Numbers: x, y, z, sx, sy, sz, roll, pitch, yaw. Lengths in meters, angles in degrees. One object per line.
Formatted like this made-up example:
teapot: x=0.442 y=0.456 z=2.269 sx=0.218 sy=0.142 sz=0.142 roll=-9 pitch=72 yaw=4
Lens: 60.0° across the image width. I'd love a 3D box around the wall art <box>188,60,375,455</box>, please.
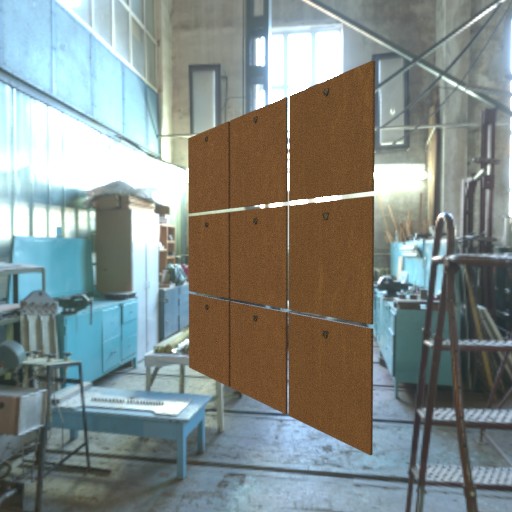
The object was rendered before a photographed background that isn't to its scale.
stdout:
wall art: x=0.000 y=0.000 z=2.325 sx=0.023 sy=1.522 sz=1.526 roll=-1 pitch=2 yaw=-36
